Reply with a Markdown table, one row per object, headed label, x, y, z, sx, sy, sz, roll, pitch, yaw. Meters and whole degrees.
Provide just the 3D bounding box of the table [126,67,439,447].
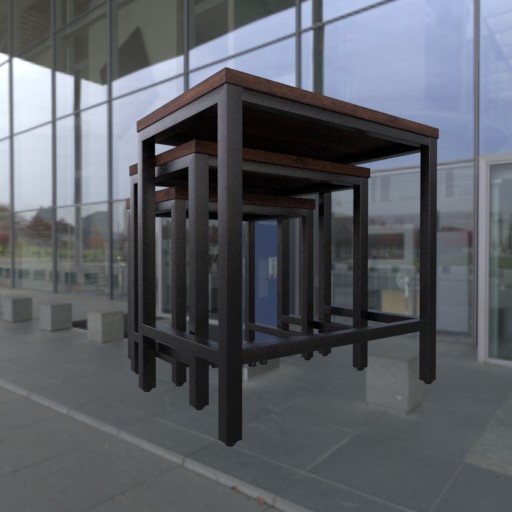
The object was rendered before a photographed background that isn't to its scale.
| label | x | y | z | sx | sy | sz | roll | pitch | yaw |
| --- | --- | --- | --- | --- | --- | --- | --- | --- | --- |
| table | 0.000 | 0.000 | 1.155 | 0.608 | 0.616 | 0.660 | -1 | 1 | -36 |
